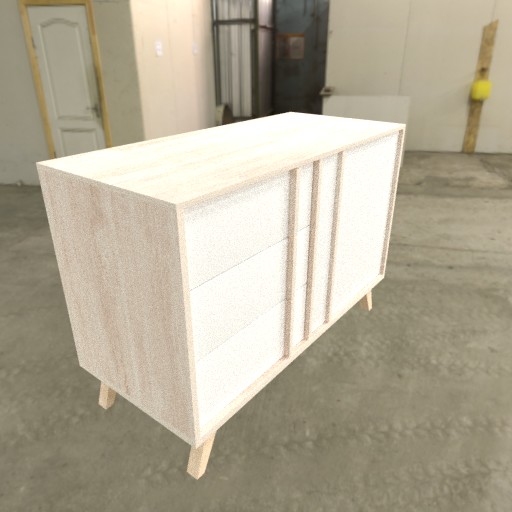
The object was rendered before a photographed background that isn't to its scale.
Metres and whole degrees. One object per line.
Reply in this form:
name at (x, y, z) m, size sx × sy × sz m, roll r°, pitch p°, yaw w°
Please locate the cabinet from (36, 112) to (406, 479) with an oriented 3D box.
cabinet at (0.000, 0.000, 1.509) m, size 0.500 × 0.780 × 1.110 m, roll 19°, pitch 32°, yaw 34°
